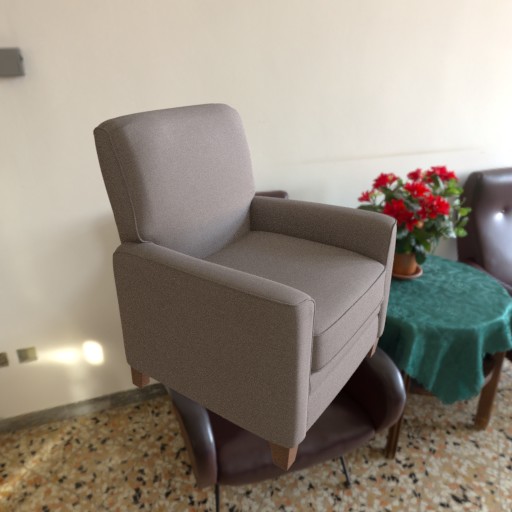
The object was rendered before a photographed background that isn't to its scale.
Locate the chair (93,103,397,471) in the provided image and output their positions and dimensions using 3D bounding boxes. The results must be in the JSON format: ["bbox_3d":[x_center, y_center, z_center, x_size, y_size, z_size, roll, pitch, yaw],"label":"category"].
[{"bbox_3d":[0.000,0.000,1.665,0.859,1.023,0.845,16,29,31],"label":"chair"}]
